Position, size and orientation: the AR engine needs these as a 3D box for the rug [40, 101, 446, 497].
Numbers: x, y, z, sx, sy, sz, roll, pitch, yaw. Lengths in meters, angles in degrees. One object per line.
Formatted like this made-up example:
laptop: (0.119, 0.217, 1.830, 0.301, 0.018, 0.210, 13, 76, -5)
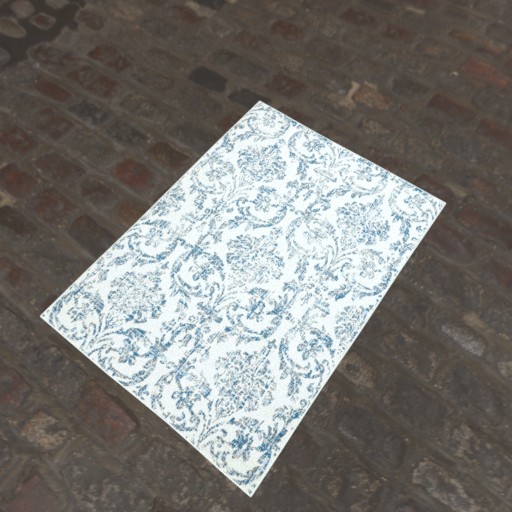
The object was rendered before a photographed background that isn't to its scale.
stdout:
rug: (0.000, 0.000, 2.829, 1.586, 0.014, 2.197, 34, 68, 16)
